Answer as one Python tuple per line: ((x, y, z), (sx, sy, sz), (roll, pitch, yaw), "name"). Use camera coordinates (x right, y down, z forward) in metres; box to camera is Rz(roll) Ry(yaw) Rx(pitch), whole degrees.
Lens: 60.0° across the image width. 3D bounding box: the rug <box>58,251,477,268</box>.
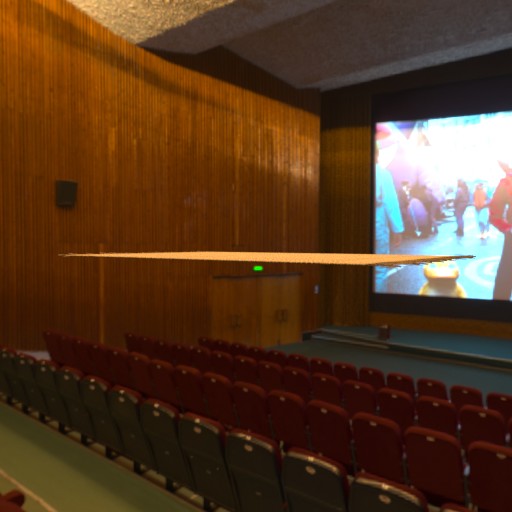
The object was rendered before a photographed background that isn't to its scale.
((0.000, 0.000, 2.465), (2.021, 0.027, 1.224), (1, 2, 38), "rug")
